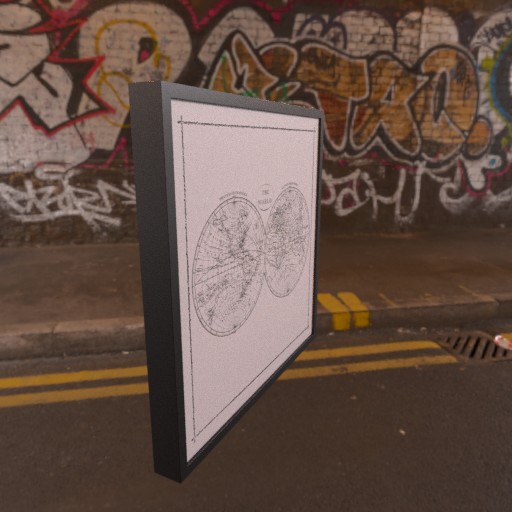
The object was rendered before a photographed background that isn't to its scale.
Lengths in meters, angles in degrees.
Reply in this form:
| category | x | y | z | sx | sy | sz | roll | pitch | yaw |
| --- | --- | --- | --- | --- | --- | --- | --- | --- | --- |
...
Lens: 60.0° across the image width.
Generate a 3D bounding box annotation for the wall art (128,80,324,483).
| category | x | y | z | sx | sy | sz | roll | pitch | yaw |
| --- | --- | --- | --- | --- | --- | --- | --- | --- | --- |
| wall art | 0.000 | 0.000 | 0.480 | 0.029 | 0.318 | 0.327 | 7 | 16 | 27 |
